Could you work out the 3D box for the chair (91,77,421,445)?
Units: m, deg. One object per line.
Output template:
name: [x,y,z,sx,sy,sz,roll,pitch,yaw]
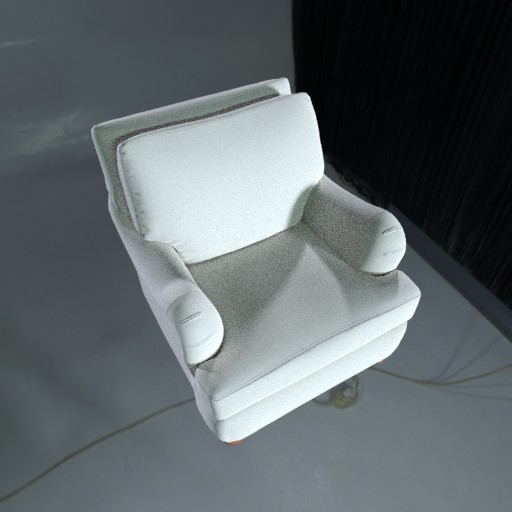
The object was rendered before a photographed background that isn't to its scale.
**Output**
chair: [0.000,0.000,1.860,0.955,1.038,1.070,-22,50,-20]
